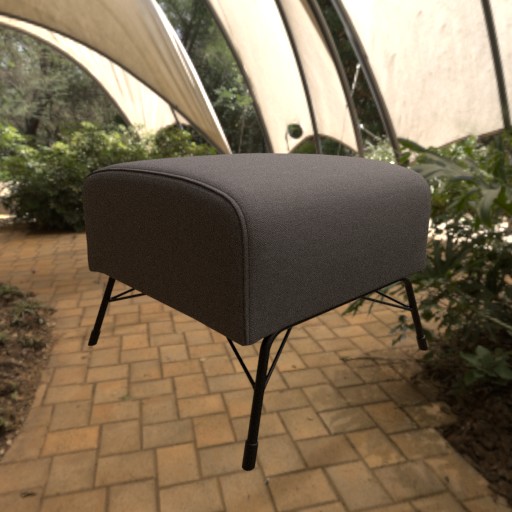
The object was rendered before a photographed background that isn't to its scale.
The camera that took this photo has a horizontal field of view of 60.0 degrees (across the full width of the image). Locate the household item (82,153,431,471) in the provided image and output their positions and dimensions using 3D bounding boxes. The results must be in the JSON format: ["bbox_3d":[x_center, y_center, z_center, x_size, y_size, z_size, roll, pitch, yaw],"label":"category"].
[{"bbox_3d":[0.000,0.000,0.913,0.530,0.410,0.530,-14,21,-41],"label":"household item"}]
